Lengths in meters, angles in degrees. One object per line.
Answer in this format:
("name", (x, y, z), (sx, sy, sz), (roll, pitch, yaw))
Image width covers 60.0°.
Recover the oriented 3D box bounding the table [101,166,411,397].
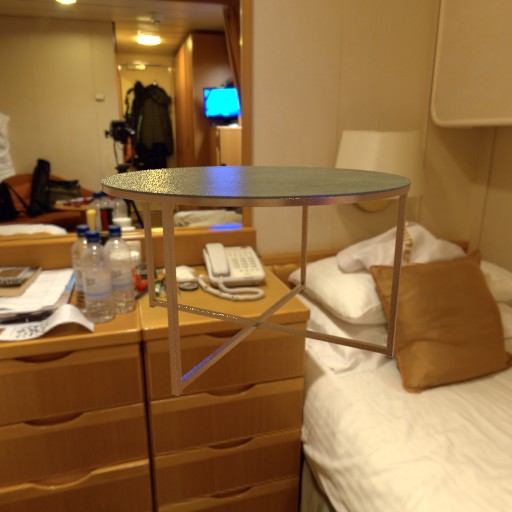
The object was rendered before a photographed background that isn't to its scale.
("table", (0.000, 0.000, 1.265), (0.800, 0.450, 0.800), (0, 15, 0))
